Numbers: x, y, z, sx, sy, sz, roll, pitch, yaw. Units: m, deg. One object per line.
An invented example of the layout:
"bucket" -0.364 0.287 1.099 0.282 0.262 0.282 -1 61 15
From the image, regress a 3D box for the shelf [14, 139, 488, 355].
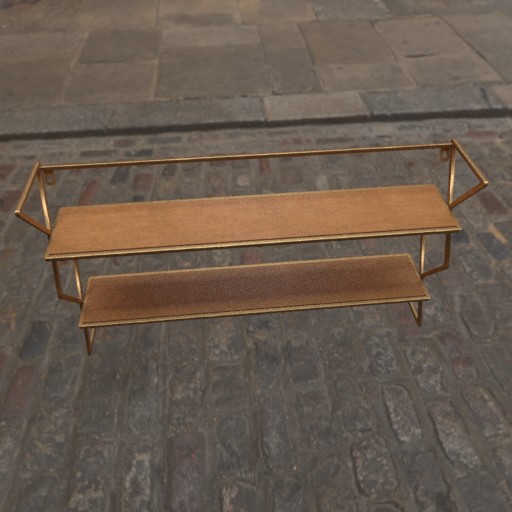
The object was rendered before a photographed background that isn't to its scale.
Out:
"shelf" 0.000 0.000 0.976 0.822 0.450 0.150 -4 47 -4
